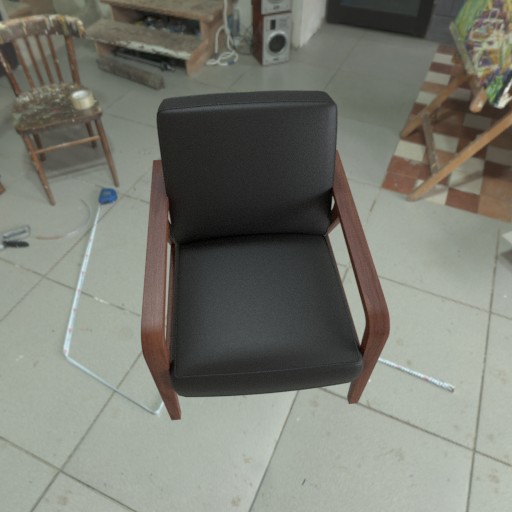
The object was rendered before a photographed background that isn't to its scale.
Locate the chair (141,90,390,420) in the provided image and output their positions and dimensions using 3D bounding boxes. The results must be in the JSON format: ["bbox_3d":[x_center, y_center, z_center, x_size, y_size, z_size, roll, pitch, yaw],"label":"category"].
[{"bbox_3d":[0.000,0.000,1.571,0.719,0.861,0.889,-4,48,-4],"label":"chair"}]
